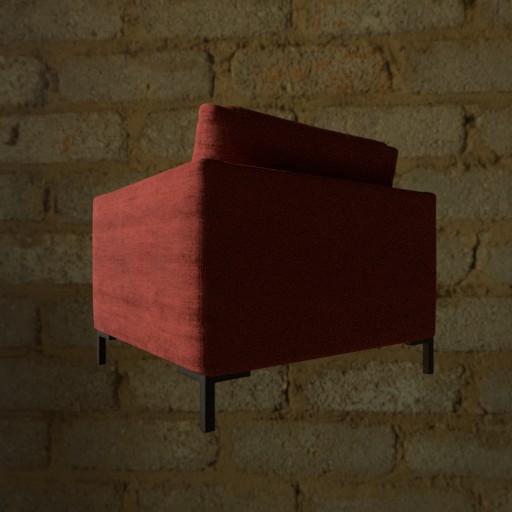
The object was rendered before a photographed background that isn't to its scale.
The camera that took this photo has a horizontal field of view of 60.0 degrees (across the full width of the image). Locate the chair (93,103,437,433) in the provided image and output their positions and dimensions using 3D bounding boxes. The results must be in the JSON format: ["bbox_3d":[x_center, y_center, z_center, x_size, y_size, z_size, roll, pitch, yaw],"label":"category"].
[{"bbox_3d":[0.000,0.000,1.612,0.964,0.812,0.875,0,-1,-36],"label":"chair"}]
